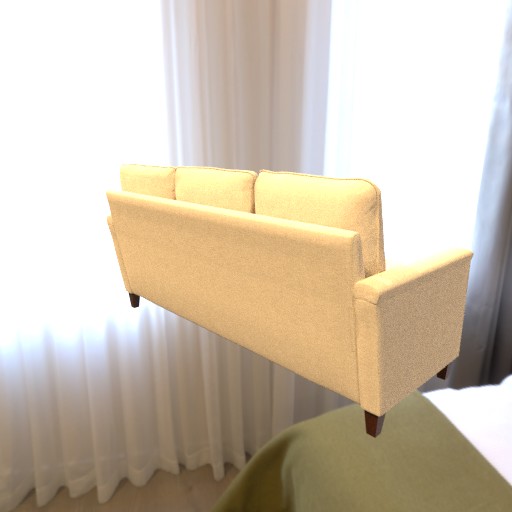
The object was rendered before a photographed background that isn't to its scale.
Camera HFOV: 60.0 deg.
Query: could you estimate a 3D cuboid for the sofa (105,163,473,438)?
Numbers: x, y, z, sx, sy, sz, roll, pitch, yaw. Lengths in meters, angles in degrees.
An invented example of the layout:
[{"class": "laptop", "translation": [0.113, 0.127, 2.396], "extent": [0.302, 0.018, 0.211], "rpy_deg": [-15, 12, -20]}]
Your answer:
[{"class": "sofa", "translation": [0.000, 0.000, 2.362], "extent": [0.828, 0.961, 1.925], "rpy_deg": [-14, 20, -42]}]
